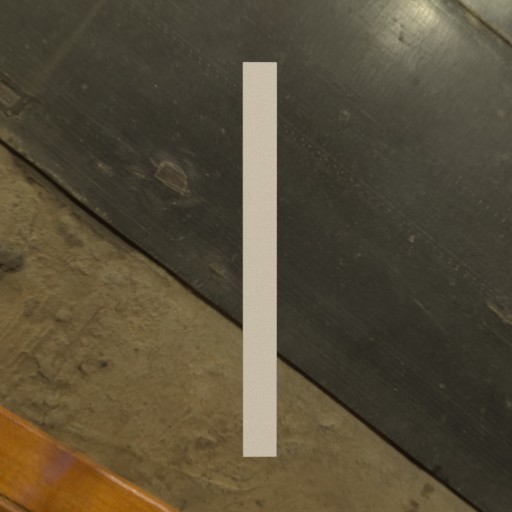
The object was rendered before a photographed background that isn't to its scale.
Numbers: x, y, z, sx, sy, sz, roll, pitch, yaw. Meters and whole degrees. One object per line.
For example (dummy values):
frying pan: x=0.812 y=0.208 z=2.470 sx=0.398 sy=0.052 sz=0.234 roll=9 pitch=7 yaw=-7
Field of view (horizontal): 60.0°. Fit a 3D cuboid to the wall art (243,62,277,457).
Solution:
wall art: x=0.000 y=0.000 z=0.834 sx=0.038 sy=0.657 sz=0.450 roll=0 pitch=91 yaw=-1
